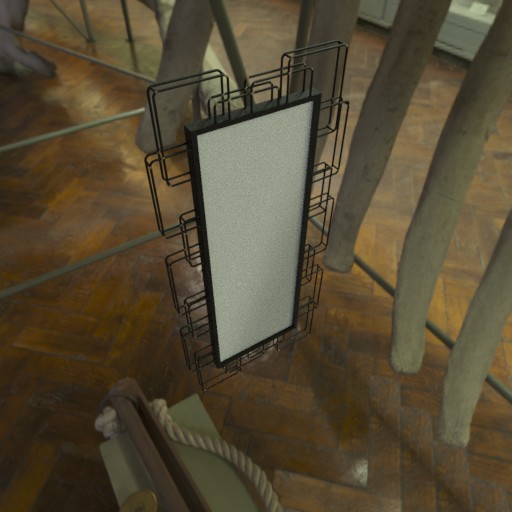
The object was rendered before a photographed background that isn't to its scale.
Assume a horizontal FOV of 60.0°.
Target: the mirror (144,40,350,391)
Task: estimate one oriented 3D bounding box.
[{"bbox_3d":[0.000,0.000,1.387,0.565,1.192,0.037,-24,50,-22],"label":"mirror"}]
